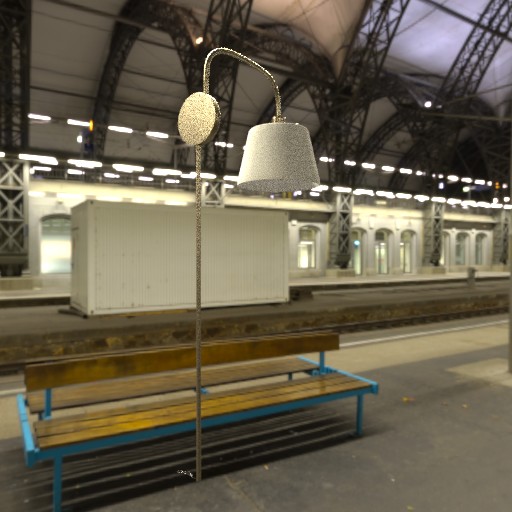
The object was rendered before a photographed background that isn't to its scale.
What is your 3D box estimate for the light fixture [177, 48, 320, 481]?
[{"bbox_3d":[0.000,0.000,0.461,0.092,0.399,0.176,0,0,37],"label":"light fixture"}]
